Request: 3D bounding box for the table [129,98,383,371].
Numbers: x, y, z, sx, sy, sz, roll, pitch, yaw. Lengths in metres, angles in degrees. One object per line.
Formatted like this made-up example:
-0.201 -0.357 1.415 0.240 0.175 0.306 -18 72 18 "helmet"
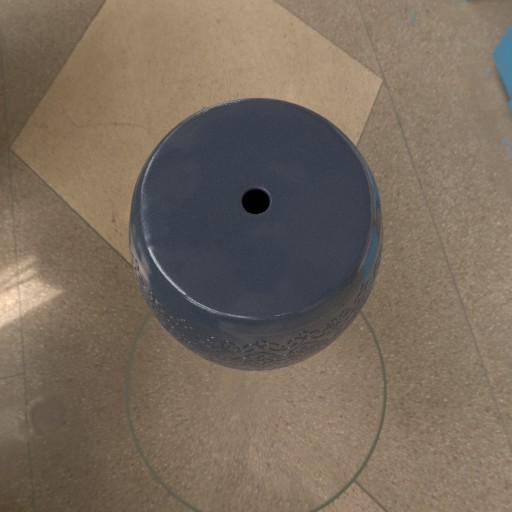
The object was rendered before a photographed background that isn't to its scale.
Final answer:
0.000 0.000 0.614 0.309 0.397 0.309 0 74 0 "table"
